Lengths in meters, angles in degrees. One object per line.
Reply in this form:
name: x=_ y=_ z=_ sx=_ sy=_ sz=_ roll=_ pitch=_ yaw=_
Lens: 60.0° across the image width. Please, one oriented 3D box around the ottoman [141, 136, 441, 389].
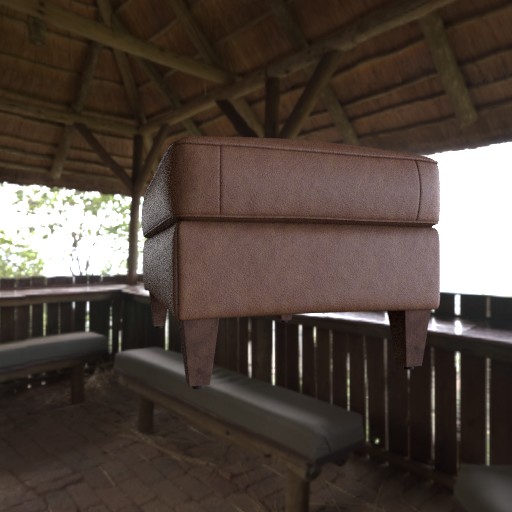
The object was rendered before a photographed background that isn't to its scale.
ottoman: x=0.000 y=0.000 z=1.220 sx=0.584 sy=0.483 sz=0.864 roll=0 pitch=0 yaw=-18
